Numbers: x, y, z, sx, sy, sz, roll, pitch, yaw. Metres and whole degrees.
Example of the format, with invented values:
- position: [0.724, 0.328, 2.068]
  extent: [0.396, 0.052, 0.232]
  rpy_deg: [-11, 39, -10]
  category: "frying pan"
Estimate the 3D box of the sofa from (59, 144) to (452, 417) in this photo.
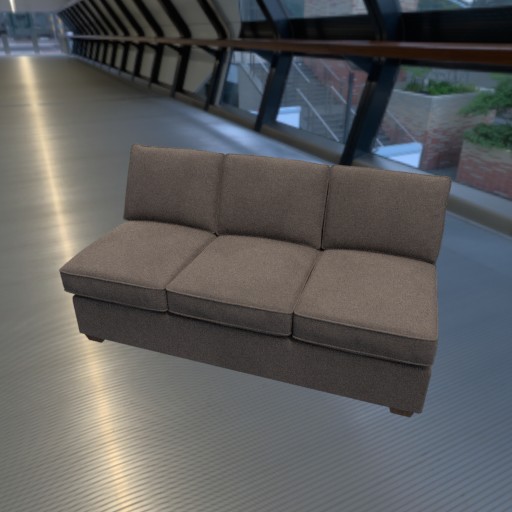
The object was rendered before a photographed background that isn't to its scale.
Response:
- position: [0.000, 0.000, 2.524]
  extent: [1.962, 0.973, 1.027]
  rpy_deg: [9, 29, 17]
  category: "sofa"
